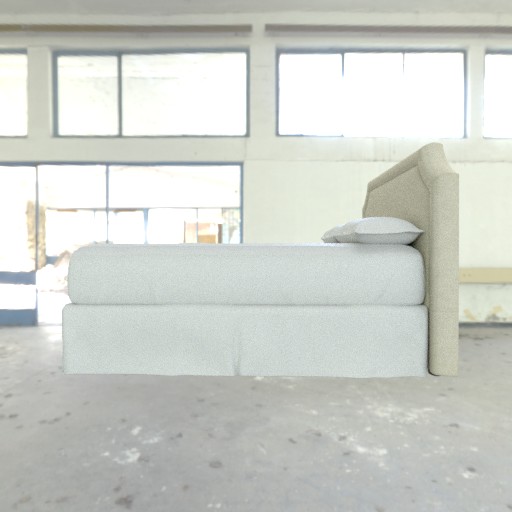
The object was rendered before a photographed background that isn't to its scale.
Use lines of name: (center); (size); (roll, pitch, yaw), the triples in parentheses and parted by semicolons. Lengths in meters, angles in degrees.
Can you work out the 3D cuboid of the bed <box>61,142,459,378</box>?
bed: (0.000, 0.000, 3.202); (2.164, 1.297, 1.828); (0, 1, 2)
